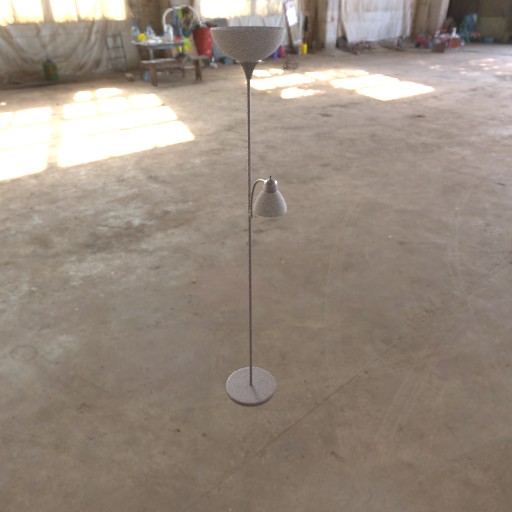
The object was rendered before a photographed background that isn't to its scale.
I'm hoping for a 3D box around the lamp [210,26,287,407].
[{"bbox_3d":[0.000,0.000,1.979,0.279,1.804,0.425,-11,32,-18],"label":"lamp"}]
